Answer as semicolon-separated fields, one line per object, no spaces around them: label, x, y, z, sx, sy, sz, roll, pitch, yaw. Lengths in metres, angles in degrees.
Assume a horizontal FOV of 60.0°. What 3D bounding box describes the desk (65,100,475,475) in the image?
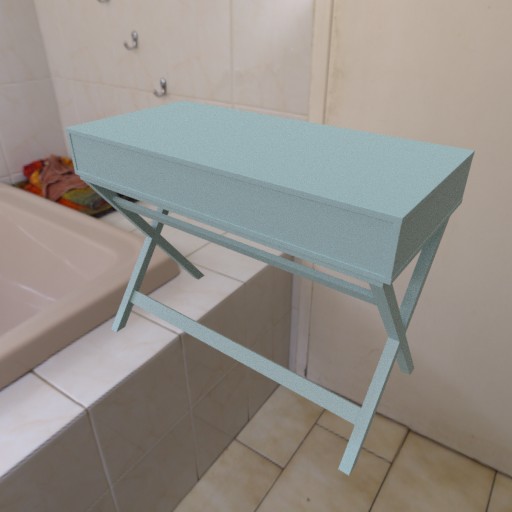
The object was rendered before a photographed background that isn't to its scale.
desk;0.000;0.000;1.454;1.057;0.780;0.525;21;36;31
